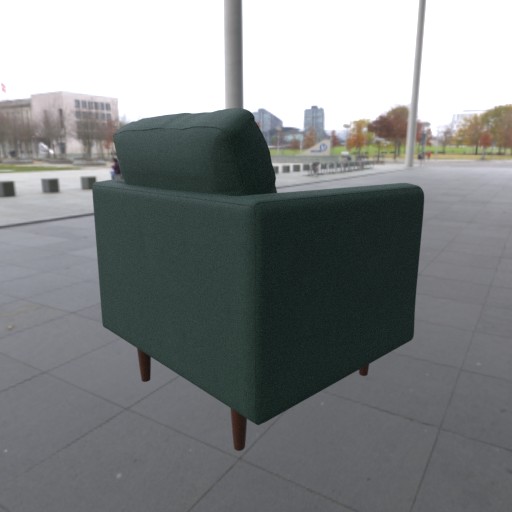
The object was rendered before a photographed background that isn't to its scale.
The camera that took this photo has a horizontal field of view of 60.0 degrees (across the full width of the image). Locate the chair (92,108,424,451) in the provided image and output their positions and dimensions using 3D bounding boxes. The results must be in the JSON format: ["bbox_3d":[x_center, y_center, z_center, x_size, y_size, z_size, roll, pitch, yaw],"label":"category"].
[{"bbox_3d":[0.000,0.000,1.547,0.800,0.927,0.855,-12,18,-42],"label":"chair"}]
